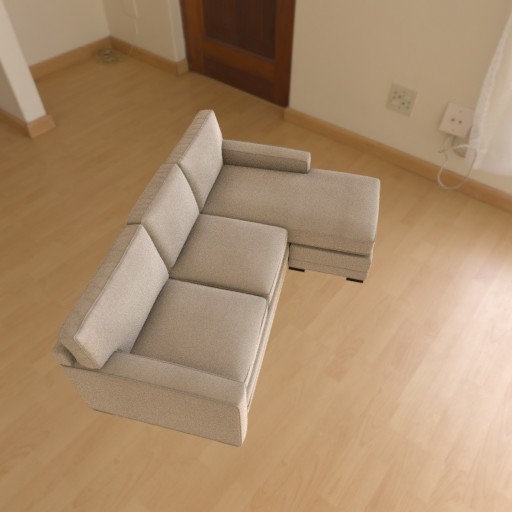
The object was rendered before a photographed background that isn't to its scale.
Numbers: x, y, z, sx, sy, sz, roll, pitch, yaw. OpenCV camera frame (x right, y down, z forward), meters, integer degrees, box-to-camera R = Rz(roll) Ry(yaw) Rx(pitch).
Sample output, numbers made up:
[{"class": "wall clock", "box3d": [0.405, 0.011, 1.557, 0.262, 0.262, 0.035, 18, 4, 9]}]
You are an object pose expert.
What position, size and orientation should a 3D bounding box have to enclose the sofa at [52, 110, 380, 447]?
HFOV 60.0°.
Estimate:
[{"class": "sofa", "box3d": [0.000, 0.000, 2.829, 1.496, 0.861, 2.087, 10, 49, 9]}]
